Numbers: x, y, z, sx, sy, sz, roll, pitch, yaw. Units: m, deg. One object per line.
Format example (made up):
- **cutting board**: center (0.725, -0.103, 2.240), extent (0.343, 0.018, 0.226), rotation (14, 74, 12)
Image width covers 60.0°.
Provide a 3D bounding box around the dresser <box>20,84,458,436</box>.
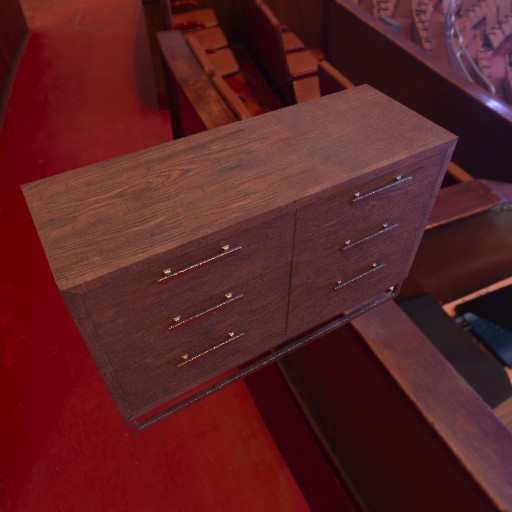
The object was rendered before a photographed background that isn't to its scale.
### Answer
- **dresser**: center (0.000, 0.000, 2.114), extent (1.646, 1.061, 0.623), rotation (-23, 50, -21)
